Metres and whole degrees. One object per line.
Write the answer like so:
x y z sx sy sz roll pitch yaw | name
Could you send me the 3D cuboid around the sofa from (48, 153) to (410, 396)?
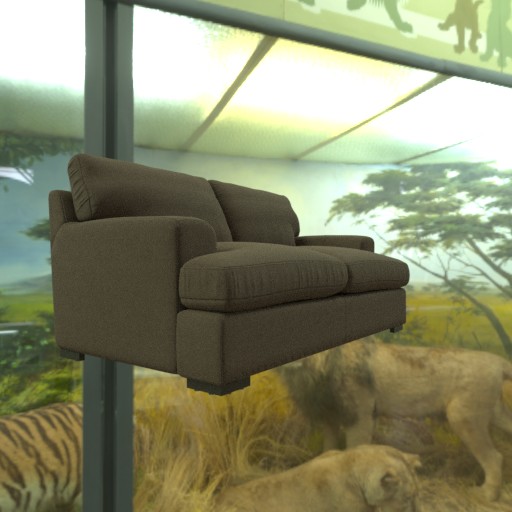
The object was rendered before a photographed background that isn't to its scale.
0.000 0.000 2.471 1.140 0.950 1.869 0 -1 37 | sofa
